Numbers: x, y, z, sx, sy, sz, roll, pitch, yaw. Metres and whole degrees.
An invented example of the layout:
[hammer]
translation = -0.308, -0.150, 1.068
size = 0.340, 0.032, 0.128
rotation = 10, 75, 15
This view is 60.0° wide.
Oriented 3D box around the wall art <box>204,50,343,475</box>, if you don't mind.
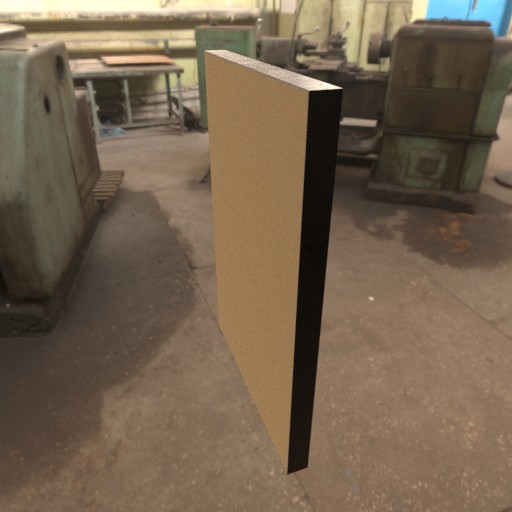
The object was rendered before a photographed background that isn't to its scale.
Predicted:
[wall art]
translation = 0.000, 0.000, 0.573
size = 0.031, 0.457, 0.313
rotation = -10, 32, -17
